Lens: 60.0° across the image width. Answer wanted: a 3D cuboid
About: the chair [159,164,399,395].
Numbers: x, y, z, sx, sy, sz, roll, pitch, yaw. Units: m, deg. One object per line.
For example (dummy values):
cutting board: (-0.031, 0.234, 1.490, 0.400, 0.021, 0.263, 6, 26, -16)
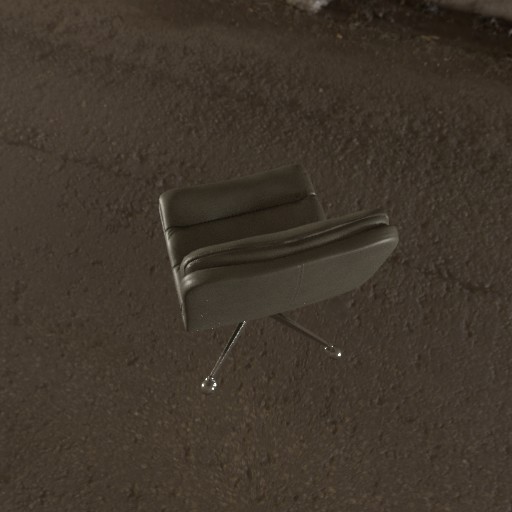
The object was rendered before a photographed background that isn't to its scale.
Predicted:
chair: (0.000, 0.000, 1.062, 0.422, 0.738, 0.485, -14, 60, -8)
